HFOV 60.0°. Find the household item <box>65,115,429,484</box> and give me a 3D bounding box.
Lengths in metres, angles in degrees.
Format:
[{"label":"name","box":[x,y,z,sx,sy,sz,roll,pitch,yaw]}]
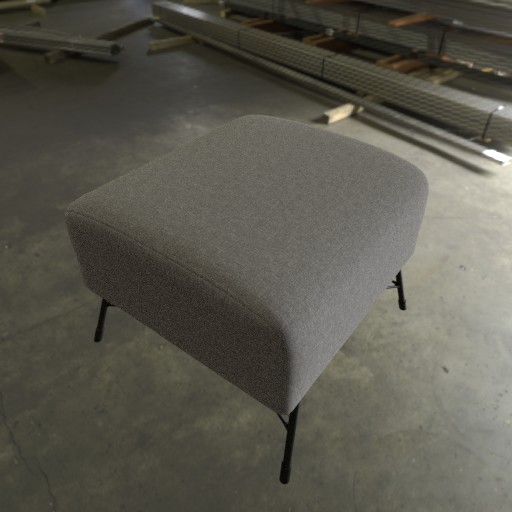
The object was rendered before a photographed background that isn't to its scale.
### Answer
[{"label":"household item","box":[0.000,0.000,0.914,0.530,0.410,0.530,26,46,28]}]
